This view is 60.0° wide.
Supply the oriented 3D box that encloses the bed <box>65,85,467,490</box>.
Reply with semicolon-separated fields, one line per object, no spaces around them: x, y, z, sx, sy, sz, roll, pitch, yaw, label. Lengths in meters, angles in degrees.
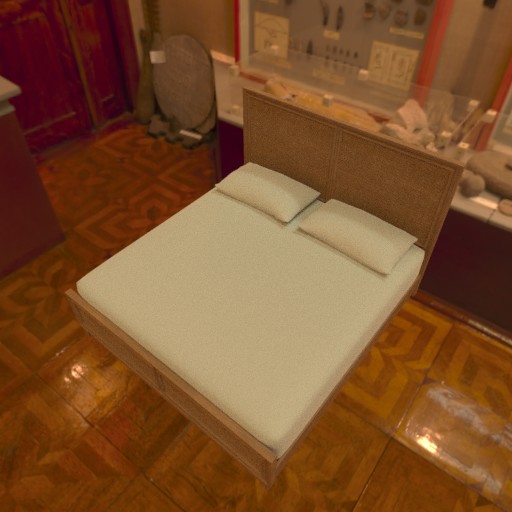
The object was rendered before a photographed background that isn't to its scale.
0.000;0.000;3.422;2.003;1.387;2.184;30;52;27;bed
